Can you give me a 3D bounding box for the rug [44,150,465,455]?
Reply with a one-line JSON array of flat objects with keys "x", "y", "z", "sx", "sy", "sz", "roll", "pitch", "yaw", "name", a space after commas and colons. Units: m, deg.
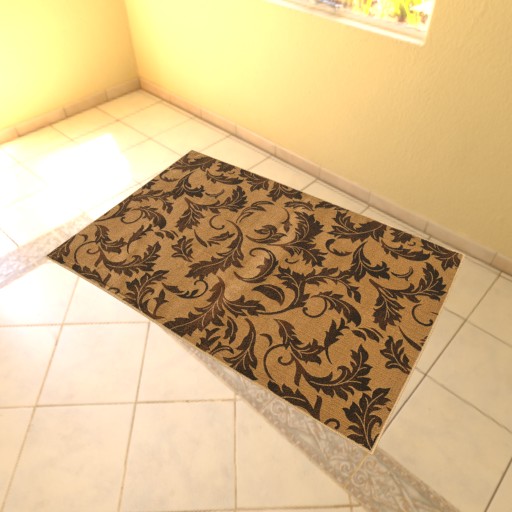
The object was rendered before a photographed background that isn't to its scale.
[{"x": 0.000, "y": 0.000, "z": 2.871, "sx": 2.284, "sy": 0.008, "sz": 1.522, "roll": 25, "pitch": 51, "yaw": 22, "name": "rug"}]
